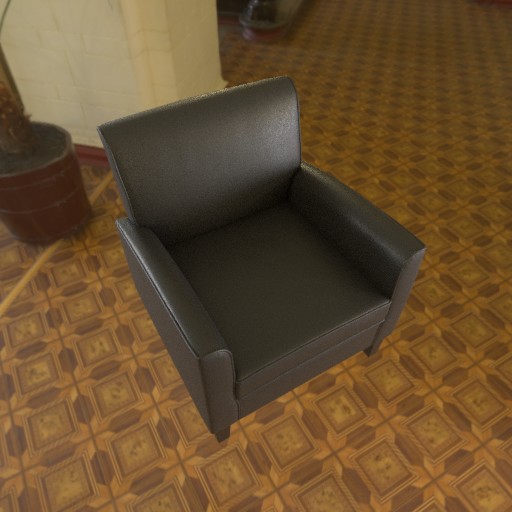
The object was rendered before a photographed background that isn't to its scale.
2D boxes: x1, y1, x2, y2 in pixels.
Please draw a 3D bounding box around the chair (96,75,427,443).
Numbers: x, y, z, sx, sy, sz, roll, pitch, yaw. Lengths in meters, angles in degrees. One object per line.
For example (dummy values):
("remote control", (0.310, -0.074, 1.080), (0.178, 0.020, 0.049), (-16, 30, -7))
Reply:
("chair", (0.000, 0.000, 1.637), (0.820, 0.916, 0.819), (-23, 51, -20))
